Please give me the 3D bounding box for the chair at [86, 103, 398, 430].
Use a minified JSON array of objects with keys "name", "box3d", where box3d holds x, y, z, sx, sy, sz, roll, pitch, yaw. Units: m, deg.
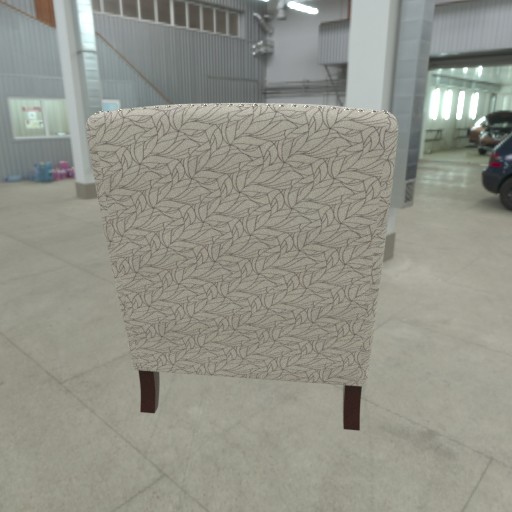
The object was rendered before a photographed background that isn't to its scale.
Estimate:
[{"name":"chair","box3d":[0.000,0.000,1.273,0.623,0.816,0.651,2,18,7]}]
